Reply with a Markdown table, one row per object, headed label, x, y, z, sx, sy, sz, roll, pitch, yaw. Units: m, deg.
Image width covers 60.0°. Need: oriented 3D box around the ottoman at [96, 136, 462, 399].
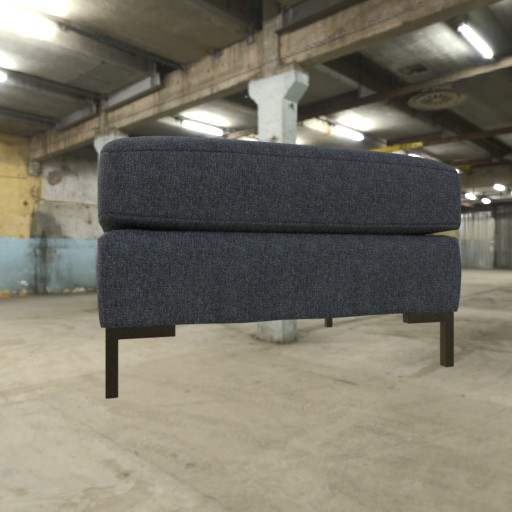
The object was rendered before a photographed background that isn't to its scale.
| label | x | y | z | sx | sy | sz | roll | pitch | yaw |
| --- | --- | --- | --- | --- | --- | --- | --- | --- | --- |
| ottoman | 0.000 | 0.000 | 1.252 | 0.831 | 0.533 | 0.695 | 0 | 0 | -18 |
